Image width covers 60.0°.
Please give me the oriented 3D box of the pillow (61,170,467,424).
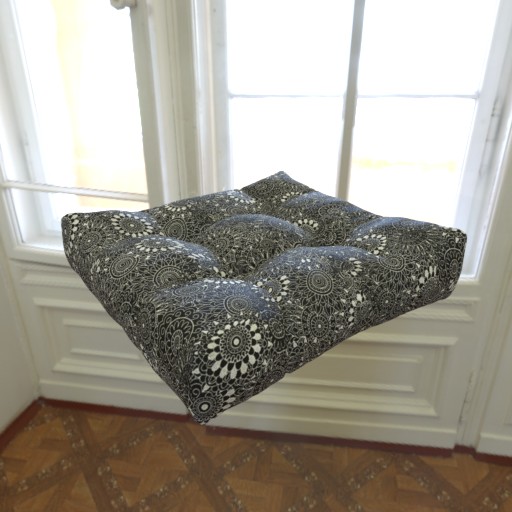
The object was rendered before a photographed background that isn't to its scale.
[{"bbox_3d":[0.000,0.000,0.720,0.490,0.128,0.468,-18,31,-33],"label":"pillow"}]
